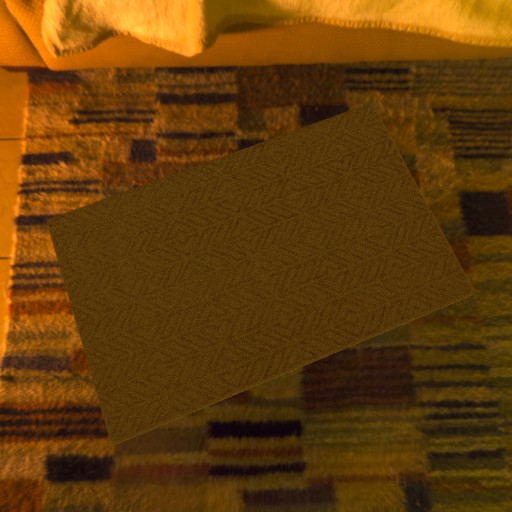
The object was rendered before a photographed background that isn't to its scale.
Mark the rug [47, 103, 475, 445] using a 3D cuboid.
[{"bbox_3d":[0.000,0.000,2.919,2.438,0.008,1.523,-21,76,-6],"label":"rug"}]
